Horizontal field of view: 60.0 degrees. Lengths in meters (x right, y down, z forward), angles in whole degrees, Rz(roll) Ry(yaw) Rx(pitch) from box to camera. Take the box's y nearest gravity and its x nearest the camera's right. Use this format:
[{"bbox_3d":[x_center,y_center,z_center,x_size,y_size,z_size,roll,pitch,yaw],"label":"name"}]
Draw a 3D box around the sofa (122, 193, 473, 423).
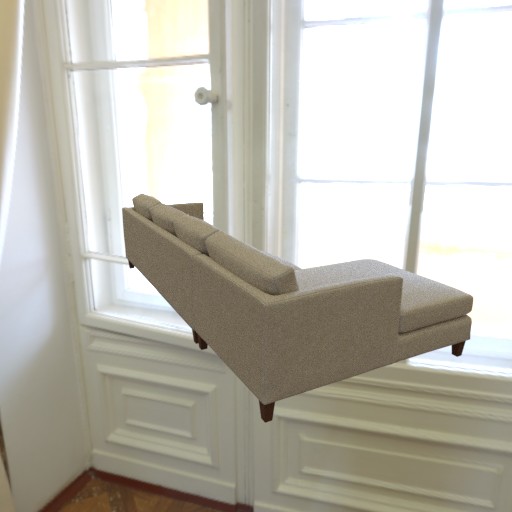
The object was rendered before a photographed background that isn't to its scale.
[{"bbox_3d":[0.000,0.000,3.908,1.625,0.846,3.186,-8,18,-27],"label":"sofa"}]
